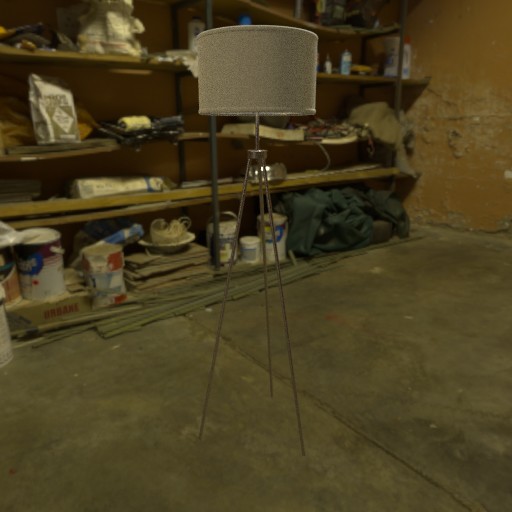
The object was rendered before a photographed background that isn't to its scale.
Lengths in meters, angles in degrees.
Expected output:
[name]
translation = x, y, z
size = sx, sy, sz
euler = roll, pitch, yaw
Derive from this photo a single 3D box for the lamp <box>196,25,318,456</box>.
[lamp]
translation = 0.000, 0.000, 1.737
size = 0.448, 1.545, 0.458
euler = 2, 16, 8
